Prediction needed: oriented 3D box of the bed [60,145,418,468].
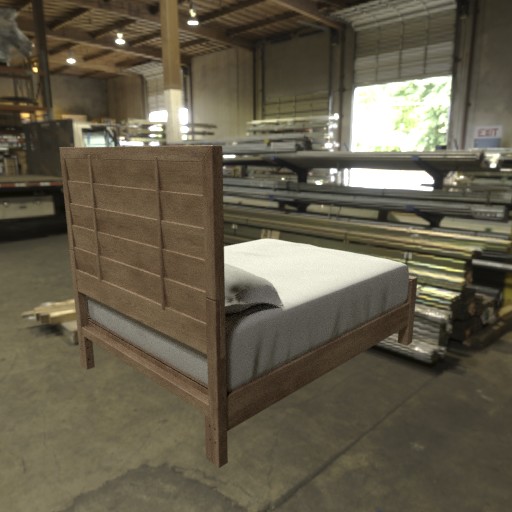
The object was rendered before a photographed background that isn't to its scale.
[{"bbox_3d":[0.000,0.000,3.425,1.626,1.626,2.197,13,18,43],"label":"bed"}]
